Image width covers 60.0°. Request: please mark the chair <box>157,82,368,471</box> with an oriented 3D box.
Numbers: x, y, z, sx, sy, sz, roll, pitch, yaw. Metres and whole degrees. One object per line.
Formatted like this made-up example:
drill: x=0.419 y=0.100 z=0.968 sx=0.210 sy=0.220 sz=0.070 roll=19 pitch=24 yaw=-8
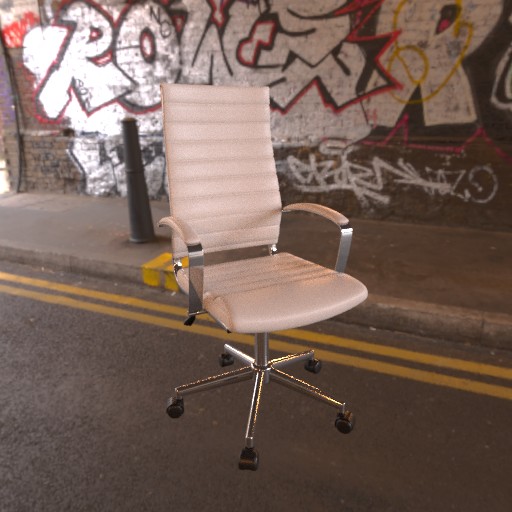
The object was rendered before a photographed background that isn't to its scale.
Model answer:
chair: x=0.000 y=0.000 z=1.536 sx=0.679 sy=1.149 sz=0.679 roll=-9 pitch=19 yaw=-27
